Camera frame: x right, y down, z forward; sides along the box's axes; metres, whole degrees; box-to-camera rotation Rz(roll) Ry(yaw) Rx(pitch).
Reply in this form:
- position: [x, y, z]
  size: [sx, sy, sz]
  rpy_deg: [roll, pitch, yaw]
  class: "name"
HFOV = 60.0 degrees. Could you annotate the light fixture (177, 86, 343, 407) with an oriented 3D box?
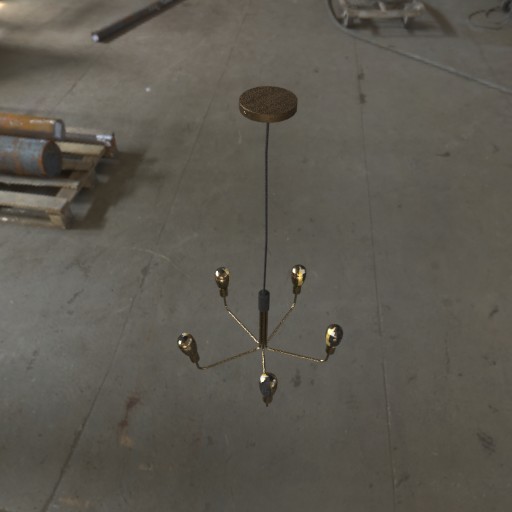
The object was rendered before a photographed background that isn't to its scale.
- position: [0.000, 0.000, 1.402]
  size: [0.588, 1.059, 0.532]
  rpy_deg: [-30, 54, -25]
  class: "light fixture"
